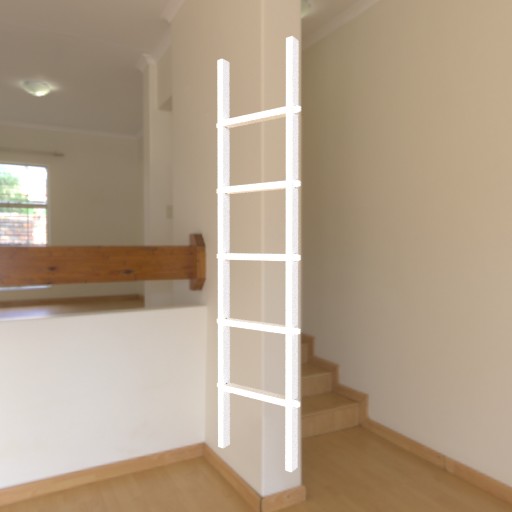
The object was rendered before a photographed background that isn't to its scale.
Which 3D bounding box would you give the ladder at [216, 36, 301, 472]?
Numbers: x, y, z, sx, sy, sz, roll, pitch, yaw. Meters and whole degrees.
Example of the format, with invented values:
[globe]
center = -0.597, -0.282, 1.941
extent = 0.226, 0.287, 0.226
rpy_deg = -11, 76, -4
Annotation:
[ladder]
center = 0.000, 0.000, 1.963
extent = 0.452, 1.797, 0.051
rpy_deg = 1, 2, 36
